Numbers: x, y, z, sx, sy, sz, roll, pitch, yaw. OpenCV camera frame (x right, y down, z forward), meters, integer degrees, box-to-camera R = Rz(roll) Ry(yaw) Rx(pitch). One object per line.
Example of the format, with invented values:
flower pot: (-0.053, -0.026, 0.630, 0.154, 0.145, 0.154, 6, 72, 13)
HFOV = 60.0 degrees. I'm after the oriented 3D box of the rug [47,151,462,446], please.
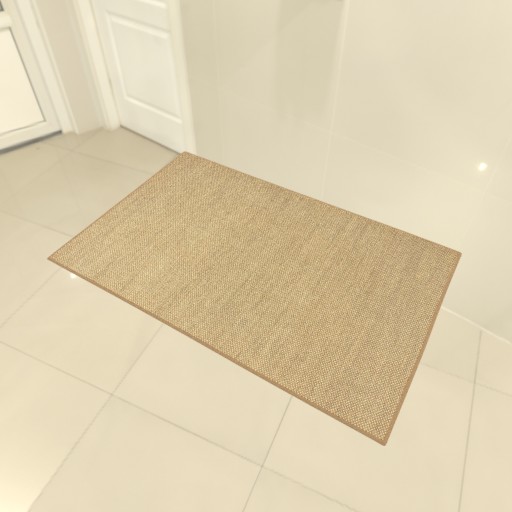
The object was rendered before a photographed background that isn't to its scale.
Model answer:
rug: (0.000, 0.000, 2.101, 1.668, 0.012, 1.061, 24, 51, 21)
